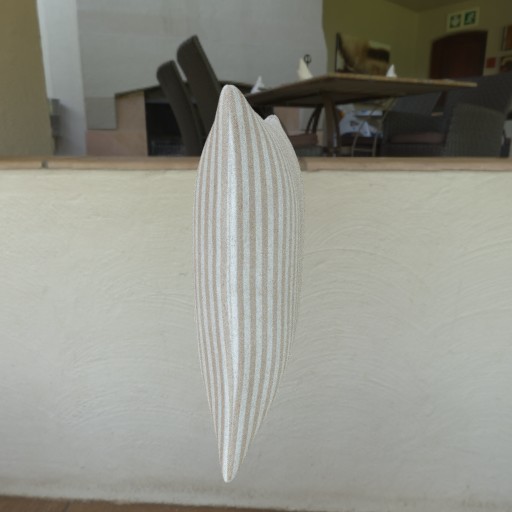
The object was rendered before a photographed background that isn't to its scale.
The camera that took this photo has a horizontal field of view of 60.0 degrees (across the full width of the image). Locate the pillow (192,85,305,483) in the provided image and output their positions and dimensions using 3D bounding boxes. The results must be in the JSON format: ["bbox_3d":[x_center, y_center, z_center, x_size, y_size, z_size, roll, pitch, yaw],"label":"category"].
[{"bbox_3d":[0.000,0.000,0.788,0.166,0.510,0.523,2,14,7],"label":"pillow"}]
